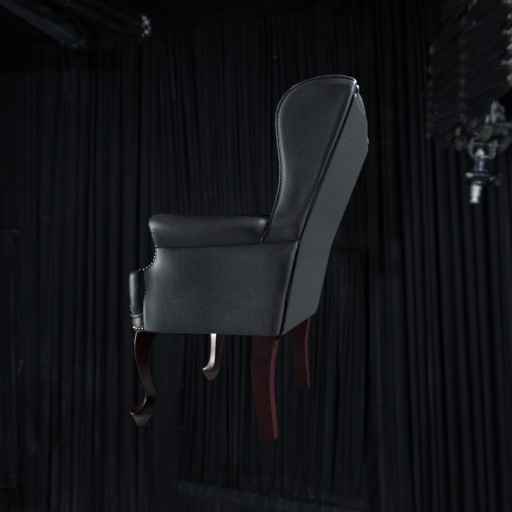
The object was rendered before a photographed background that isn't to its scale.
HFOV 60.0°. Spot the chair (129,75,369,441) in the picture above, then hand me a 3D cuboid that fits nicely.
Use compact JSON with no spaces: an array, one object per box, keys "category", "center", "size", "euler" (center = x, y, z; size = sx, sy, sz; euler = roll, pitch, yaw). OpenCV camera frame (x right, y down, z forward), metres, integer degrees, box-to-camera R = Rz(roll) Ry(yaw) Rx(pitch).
[{"category":"chair","center":[0.000,0.000,1.692],"size":[0.822,1.133,0.831],"euler":[0,-1,17]}]
